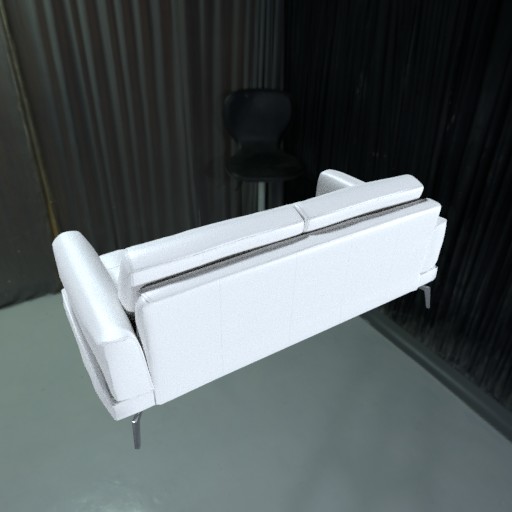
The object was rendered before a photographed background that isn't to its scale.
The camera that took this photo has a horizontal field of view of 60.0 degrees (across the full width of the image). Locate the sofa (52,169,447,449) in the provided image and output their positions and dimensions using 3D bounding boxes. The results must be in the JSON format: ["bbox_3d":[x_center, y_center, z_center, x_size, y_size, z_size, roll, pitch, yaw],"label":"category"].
[{"bbox_3d":[0.000,0.000,2.683,2.177,0.930,1.121,-18,35,-27],"label":"sofa"}]
